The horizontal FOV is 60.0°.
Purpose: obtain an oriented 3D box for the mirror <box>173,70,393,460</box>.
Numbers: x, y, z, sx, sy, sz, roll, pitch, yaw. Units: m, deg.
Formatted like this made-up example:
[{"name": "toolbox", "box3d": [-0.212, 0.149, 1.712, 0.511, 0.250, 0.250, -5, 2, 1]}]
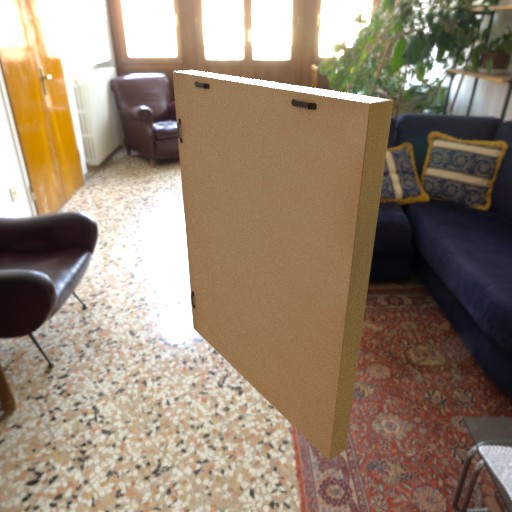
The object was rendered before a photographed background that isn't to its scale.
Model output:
[{"name": "mirror", "box3d": [0.000, 0.000, 0.692, 0.041, 0.508, 0.405, -19, 33, -32]}]
